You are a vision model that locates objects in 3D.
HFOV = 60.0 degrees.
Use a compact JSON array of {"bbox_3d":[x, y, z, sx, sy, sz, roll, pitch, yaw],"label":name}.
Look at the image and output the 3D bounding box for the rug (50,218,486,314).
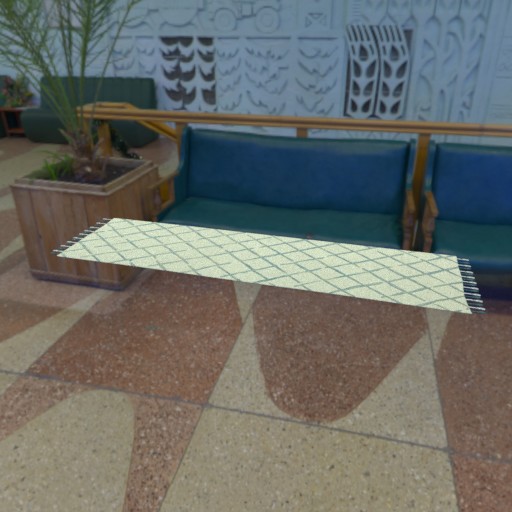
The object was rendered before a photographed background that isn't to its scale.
[{"bbox_3d":[0.000,0.000,2.579,2.372,0.008,0.620,7,27,14],"label":"rug"}]
